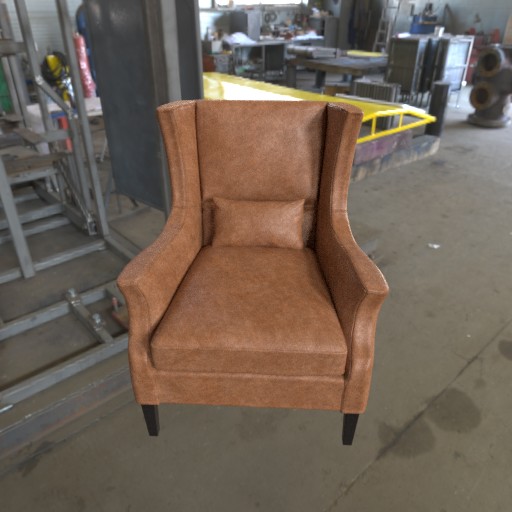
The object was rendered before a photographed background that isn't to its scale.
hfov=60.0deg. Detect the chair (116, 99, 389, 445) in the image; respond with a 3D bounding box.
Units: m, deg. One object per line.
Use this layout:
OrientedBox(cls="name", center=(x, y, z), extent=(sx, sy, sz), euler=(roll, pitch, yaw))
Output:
OrientedBox(cls="chair", center=(0.000, 0.000, 1.686), extent=(0.853, 1.016, 0.926), euler=(2, 30, 3))
